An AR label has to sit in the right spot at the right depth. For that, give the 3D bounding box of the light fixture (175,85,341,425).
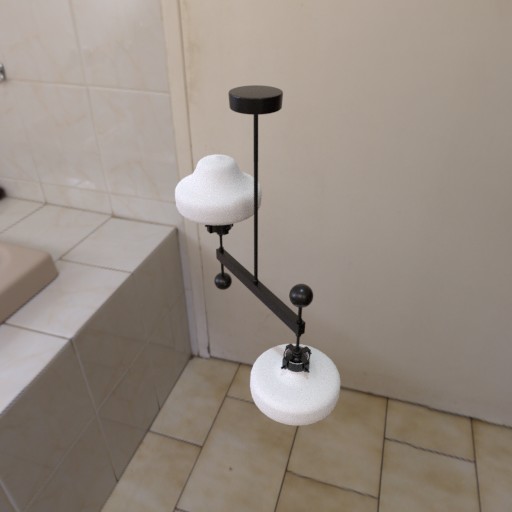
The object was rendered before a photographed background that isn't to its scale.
[{"bbox_3d":[0.000,0.000,1.040,0.489,0.743,0.422,11,35,16],"label":"light fixture"}]
